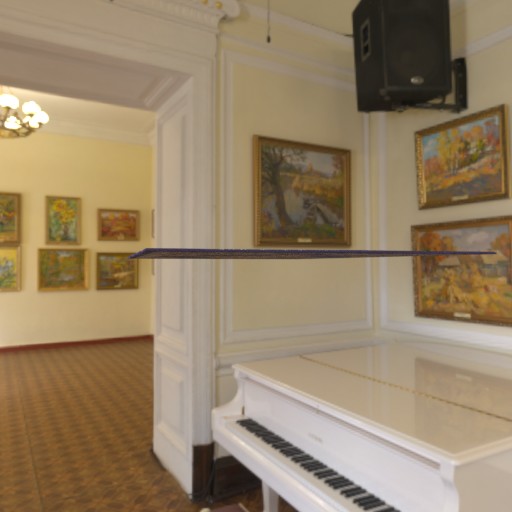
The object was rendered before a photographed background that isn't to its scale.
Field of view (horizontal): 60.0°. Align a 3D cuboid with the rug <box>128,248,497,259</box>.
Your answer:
[{"bbox_3d":[0.000,0.000,2.193,1.184,0.012,1.781,0,-1,-17],"label":"rug"}]
